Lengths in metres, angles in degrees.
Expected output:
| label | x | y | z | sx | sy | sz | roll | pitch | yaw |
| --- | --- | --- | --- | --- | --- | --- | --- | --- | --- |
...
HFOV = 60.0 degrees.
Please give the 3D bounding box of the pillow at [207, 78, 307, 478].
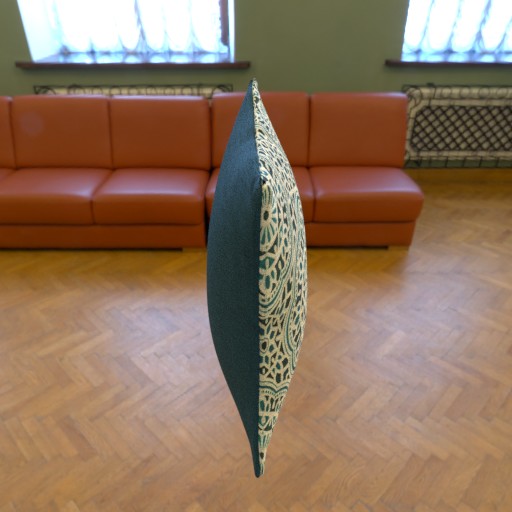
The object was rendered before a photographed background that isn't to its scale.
| label | x | y | z | sx | sy | sz | roll | pitch | yaw |
| --- | --- | --- | --- | --- | --- | --- | --- | --- | --- |
| pillow | 0.000 | 0.000 | 0.657 | 0.145 | 0.420 | 0.440 | -1 | 32 | -1 |
